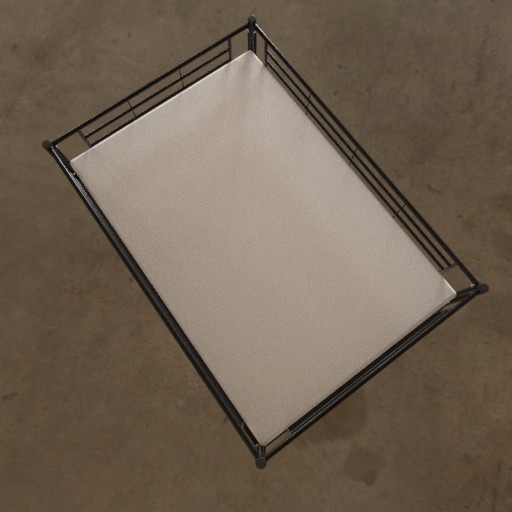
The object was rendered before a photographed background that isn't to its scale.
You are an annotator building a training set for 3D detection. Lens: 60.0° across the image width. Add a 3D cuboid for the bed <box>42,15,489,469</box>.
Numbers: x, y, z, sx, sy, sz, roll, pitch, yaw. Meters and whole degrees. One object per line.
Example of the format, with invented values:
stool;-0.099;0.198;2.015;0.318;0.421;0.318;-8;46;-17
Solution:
bed;0.000;0.000;3.133;1.397;1.803;1.994;-35;78;-8
